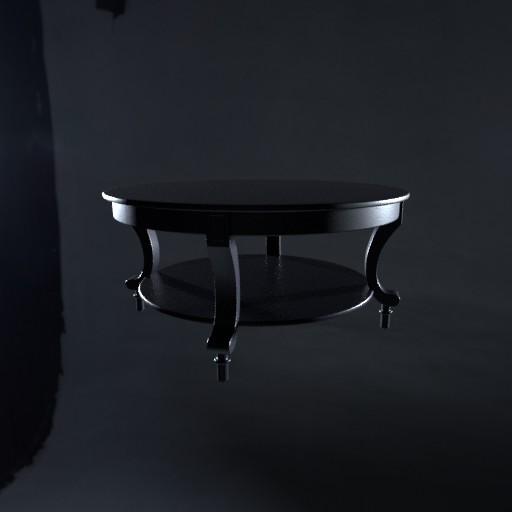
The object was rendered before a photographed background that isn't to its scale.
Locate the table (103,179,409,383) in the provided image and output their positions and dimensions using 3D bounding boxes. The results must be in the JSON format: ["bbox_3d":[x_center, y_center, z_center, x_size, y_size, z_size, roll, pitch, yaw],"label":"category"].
[{"bbox_3d":[0.000,0.000,1.617,1.029,0.491,1.029,0,13,0],"label":"table"}]
